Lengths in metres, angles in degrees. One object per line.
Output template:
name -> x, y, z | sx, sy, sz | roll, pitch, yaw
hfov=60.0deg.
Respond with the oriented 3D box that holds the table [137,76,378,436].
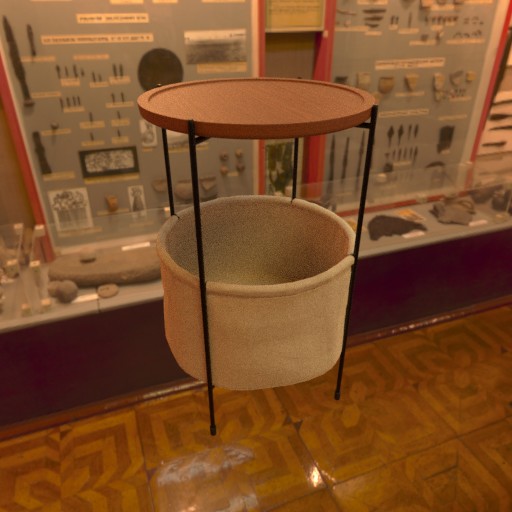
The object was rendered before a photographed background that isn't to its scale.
table -> 0.000, 0.000, 0.892 | 0.393, 0.623, 0.393 | -10, 32, -16
